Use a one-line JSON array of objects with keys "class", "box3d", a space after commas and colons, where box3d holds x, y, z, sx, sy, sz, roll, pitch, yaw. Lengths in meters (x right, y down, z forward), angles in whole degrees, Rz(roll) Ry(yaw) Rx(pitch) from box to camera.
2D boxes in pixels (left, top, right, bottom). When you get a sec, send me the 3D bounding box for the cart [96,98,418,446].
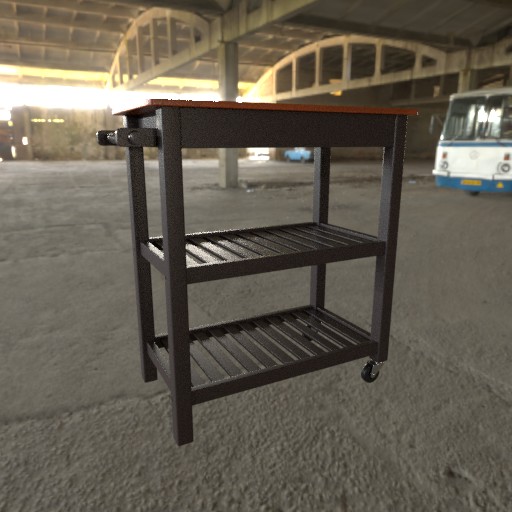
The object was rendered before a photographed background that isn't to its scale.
[{"class": "cart", "box3d": [0.000, 0.000, 1.472, 0.899, 0.927, 0.457, -7, 16, -26]}]
